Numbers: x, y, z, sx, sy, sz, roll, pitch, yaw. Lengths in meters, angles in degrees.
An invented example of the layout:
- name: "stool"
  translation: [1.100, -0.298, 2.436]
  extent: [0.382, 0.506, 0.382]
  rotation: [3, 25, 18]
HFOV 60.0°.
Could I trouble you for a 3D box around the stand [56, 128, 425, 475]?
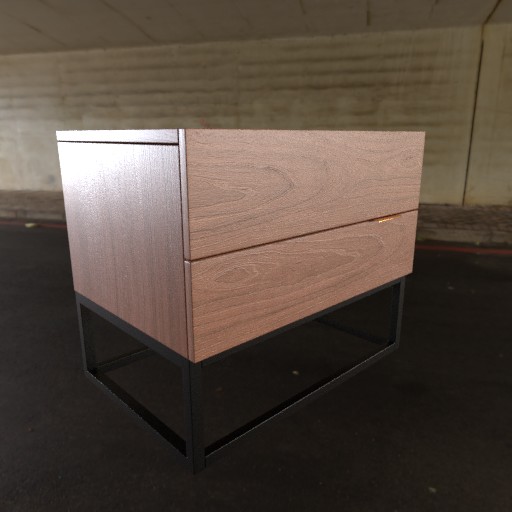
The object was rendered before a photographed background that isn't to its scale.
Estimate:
- name: "stand"
  translation: [0.000, 0.000, 0.921]
  extent: [0.600, 0.500, 0.420]
  rotation: [-14, 21, -42]
